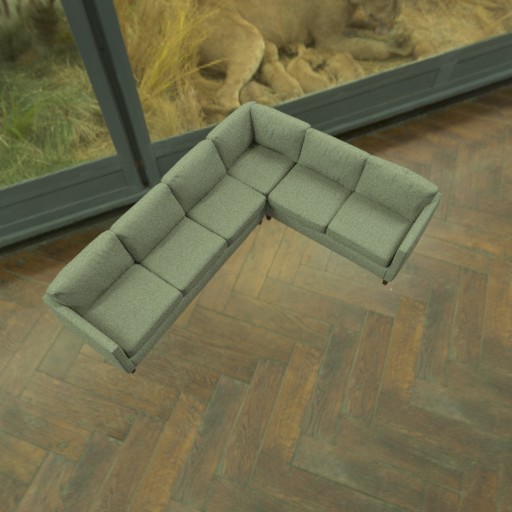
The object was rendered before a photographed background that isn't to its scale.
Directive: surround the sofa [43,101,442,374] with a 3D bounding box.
[{"bbox_3d":[0.000,0.000,4.561,2.593,0.947,3.302,31,63,18],"label":"sofa"}]
